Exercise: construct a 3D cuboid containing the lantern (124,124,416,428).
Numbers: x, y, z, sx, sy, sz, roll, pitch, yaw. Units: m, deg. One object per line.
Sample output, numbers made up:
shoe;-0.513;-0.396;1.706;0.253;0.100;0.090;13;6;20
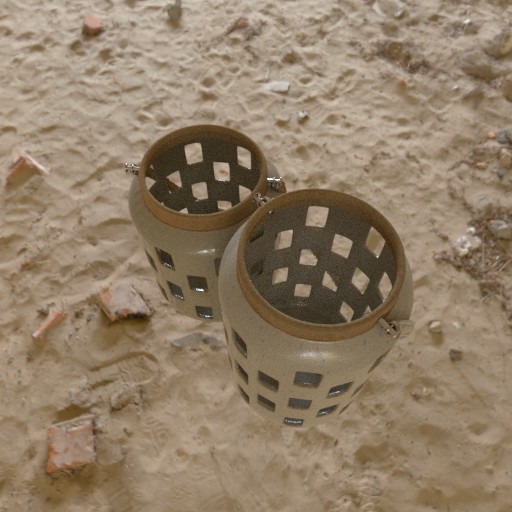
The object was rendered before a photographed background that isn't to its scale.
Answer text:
lantern;0.000;0.000;0.487;0.184;0.255;0.347;-34;64;-19
